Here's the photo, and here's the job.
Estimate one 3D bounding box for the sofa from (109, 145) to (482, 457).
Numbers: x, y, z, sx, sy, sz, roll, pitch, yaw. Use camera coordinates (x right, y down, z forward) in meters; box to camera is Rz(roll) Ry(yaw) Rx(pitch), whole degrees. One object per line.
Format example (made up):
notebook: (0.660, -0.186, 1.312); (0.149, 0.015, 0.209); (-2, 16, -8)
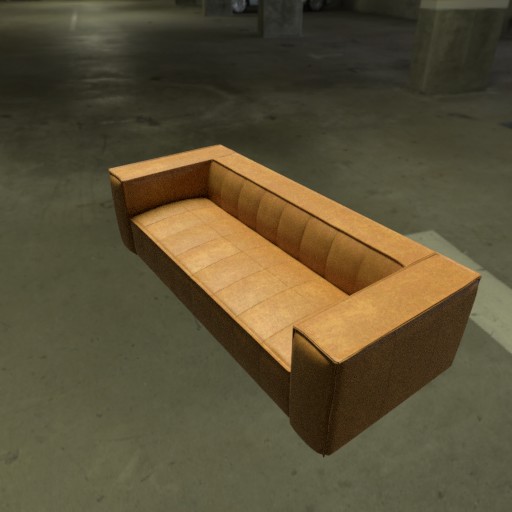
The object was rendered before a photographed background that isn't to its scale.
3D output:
sofa: (0.000, 0.000, 3.043); (1.102, 0.701, 2.581); (-21, 38, -30)
